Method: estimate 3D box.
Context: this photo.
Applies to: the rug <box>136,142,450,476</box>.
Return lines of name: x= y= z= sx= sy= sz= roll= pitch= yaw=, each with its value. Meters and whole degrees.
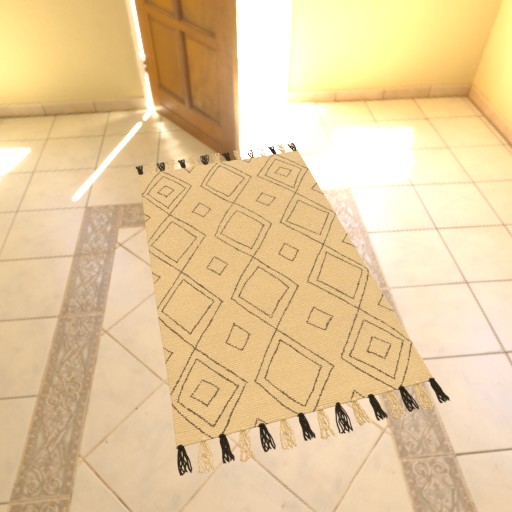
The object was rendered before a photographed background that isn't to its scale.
rug: x=0.000 y=0.000 z=3.242 sx=1.524 sy=0.021 sz=2.755 roll=-11 pitch=48 yaw=-10
